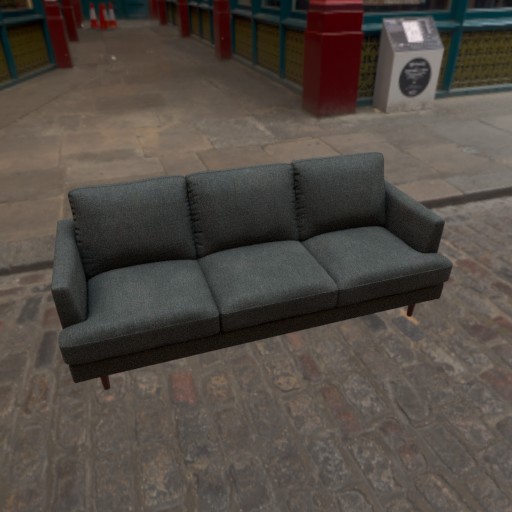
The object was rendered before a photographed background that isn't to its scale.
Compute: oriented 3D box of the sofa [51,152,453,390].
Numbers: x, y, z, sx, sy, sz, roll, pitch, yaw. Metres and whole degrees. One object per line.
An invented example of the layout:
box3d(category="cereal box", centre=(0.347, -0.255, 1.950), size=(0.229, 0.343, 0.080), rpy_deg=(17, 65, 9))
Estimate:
box3d(category="sofa", centre=(0.000, 0.000, 2.707), size=(2.246, 0.930, 0.903), rpy_deg=(-10, 33, -16))
